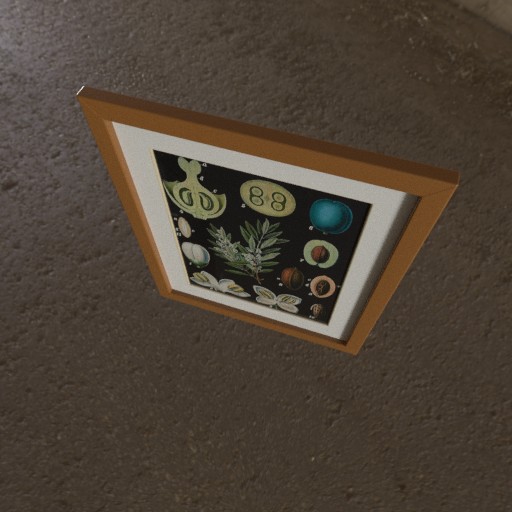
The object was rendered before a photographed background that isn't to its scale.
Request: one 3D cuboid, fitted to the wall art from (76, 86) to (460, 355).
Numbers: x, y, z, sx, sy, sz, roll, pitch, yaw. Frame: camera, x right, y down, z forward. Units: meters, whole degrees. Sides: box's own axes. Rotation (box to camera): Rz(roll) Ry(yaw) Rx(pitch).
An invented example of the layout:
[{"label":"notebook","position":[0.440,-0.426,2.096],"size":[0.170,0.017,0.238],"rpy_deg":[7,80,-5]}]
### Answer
[{"label":"wall art","position":[0.000,0.000,0.737],"size":[0.449,0.550,0.021],"rpy_deg":[16,60,9]}]
